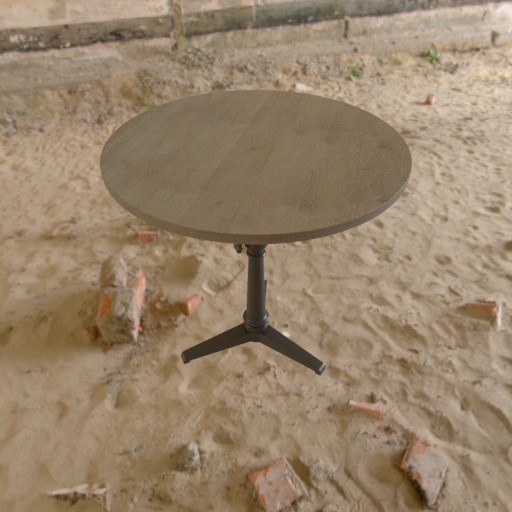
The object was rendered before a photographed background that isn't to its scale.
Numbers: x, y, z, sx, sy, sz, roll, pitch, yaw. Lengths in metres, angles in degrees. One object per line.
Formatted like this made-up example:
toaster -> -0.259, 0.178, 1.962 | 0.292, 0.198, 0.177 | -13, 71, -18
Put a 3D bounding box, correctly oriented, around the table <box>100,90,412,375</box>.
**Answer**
table -> 0.000, 0.000, 1.425 | 0.800, 0.780, 0.800 | 0, 40, 0
